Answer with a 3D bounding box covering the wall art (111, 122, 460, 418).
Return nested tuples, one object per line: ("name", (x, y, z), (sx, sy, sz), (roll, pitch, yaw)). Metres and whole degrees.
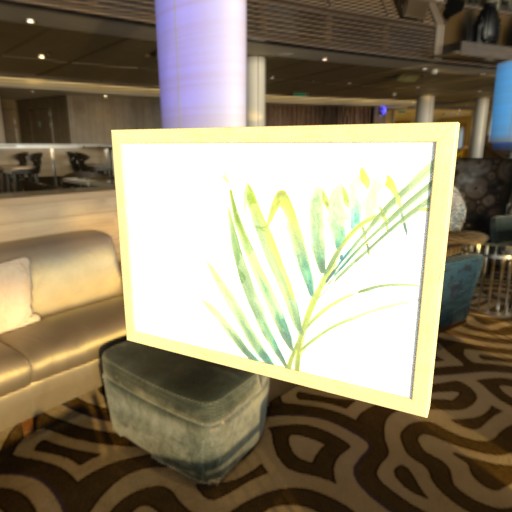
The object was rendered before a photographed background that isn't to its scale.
("wall art", (0.000, 0.000, 0.681), (0.533, 0.381, 0.032), (7, 16, 27))
